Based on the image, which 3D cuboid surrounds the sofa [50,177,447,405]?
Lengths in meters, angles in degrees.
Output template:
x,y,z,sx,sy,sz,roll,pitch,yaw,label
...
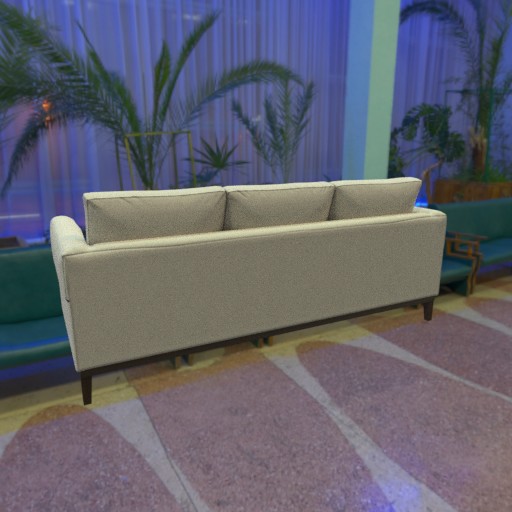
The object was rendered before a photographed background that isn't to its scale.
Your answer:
x,y,z,sx,sy,sz,roll,pitch,yaw,label
0.000,0.000,2.663,2.198,0.911,0.902,-7,16,-26,sofa
